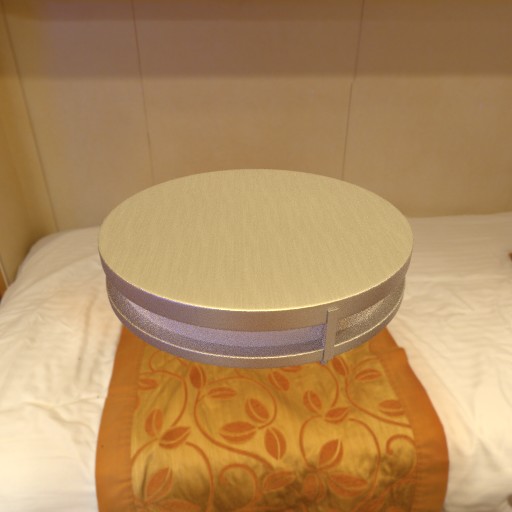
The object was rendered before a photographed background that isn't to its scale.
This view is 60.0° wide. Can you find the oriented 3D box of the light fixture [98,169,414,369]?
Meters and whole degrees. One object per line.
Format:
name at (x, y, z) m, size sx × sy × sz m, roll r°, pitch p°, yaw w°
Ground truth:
light fixture at (0.000, 0.000, 0.545) m, size 0.356 × 0.102 × 0.356 m, roll 0°, pitch 30°, yaw 0°
